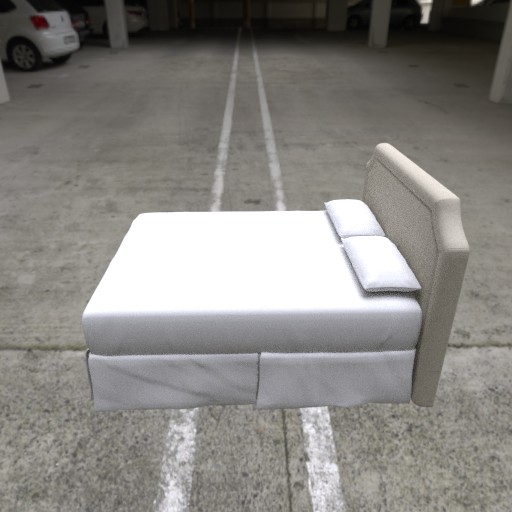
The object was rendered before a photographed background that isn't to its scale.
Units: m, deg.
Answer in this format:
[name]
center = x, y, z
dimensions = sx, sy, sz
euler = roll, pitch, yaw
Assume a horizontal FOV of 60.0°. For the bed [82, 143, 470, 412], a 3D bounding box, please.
[bed]
center = 0.000, 0.000, 3.120
dimensions = 2.116, 1.290, 1.693
euler = -1, 27, -1
